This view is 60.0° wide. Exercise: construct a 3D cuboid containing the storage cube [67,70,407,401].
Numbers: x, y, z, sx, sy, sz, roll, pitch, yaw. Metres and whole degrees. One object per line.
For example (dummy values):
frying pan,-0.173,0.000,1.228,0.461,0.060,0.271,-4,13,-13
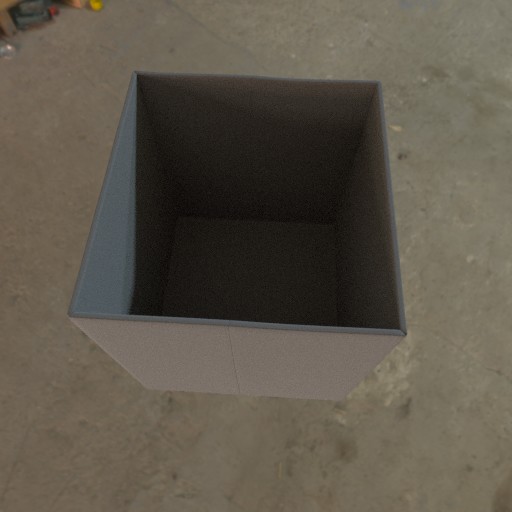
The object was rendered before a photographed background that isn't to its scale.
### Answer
storage cube,0.000,0.000,0.509,0.270,0.280,0.270,3,63,2
